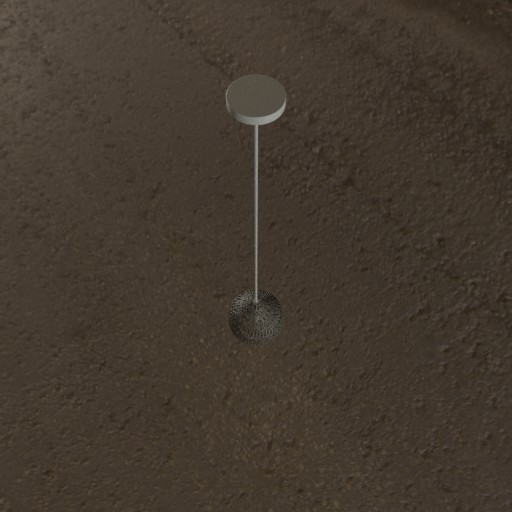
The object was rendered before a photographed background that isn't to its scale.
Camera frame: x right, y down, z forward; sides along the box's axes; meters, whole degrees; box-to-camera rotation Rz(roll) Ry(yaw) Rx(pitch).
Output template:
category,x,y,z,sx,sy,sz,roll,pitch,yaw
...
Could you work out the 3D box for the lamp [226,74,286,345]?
category,x,y,z,sx,sy,sz,roll,pitch,yaw
lamp,0.000,0.000,2.077,0.355,1.919,0.355,12,63,6
